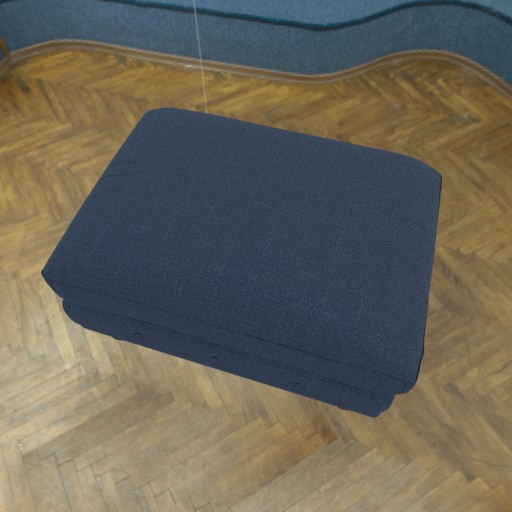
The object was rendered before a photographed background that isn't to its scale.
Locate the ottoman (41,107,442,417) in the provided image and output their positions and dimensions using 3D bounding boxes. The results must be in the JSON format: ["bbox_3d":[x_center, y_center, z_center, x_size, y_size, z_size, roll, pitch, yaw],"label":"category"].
[{"bbox_3d":[0.000,0.000,1.099,0.767,0.486,0.558,15,59,9],"label":"ottoman"}]
